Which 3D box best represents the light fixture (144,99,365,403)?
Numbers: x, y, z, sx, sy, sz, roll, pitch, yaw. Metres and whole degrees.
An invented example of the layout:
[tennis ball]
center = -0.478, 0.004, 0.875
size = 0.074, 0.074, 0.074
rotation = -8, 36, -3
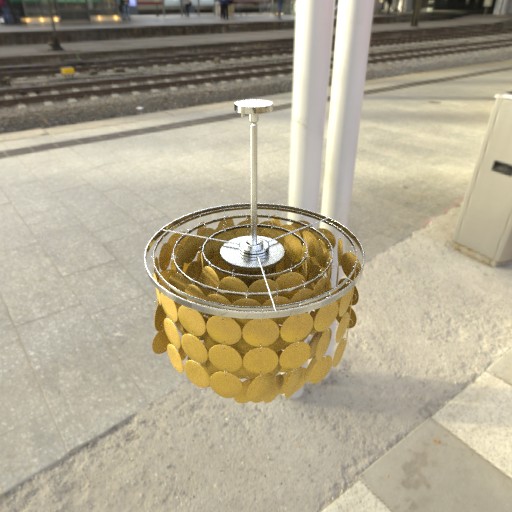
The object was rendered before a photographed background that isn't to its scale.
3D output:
[light fixture]
center = 0.000, 0.000, 0.737
size = 0.368, 0.492, 0.368
rotation = 0, 30, 0
